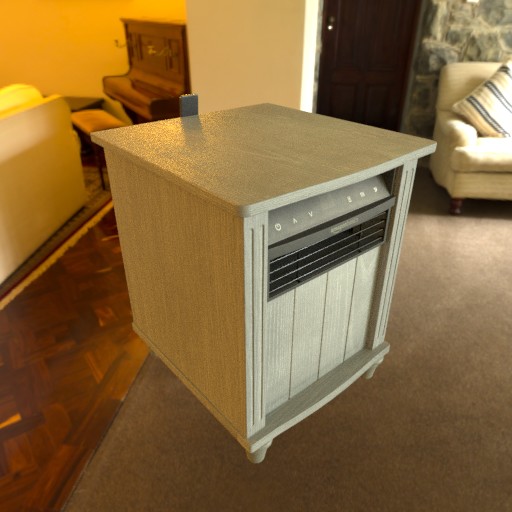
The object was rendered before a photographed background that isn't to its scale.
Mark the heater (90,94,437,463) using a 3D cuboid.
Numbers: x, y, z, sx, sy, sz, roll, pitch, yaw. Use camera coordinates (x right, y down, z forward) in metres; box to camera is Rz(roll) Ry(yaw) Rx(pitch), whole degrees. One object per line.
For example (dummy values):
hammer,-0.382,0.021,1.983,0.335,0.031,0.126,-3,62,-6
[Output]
heater,0.000,0.000,0.761,0.362,0.481,0.400,-23,37,-34
